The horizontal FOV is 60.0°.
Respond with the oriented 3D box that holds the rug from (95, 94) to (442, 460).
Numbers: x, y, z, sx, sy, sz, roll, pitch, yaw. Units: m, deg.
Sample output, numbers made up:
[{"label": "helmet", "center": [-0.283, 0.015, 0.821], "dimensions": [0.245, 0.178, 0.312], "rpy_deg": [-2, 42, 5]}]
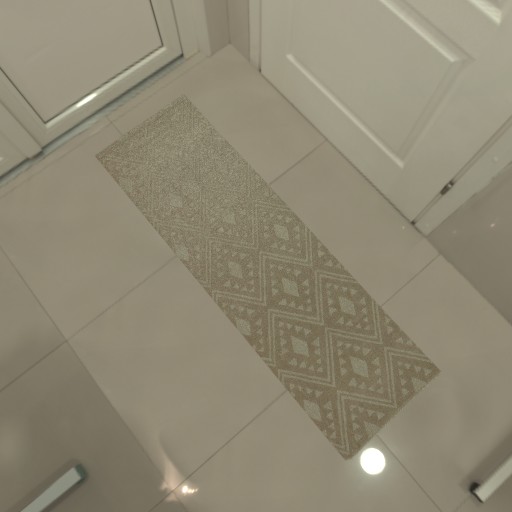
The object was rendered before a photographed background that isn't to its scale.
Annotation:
[{"label": "rug", "center": [0.000, 0.000, 2.759], "dimensions": [0.752, 0.051, 2.452], "rpy_deg": [-39, 77, -10]}]
